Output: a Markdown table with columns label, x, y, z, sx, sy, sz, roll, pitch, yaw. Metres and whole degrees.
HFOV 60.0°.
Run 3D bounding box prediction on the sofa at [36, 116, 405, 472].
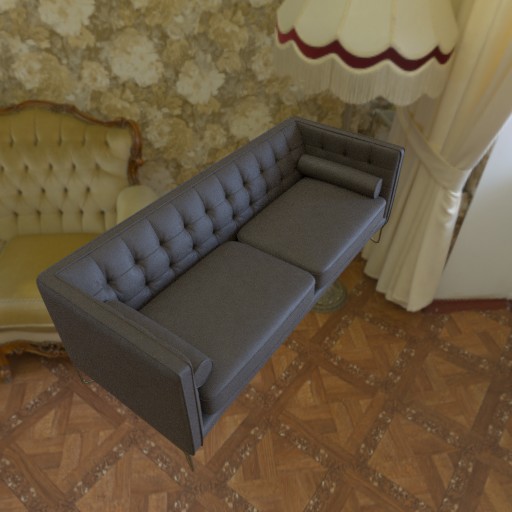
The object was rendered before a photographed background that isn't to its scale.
| label | x | y | z | sx | sy | sz | roll | pitch | yaw |
| --- | --- | --- | --- | --- | --- | --- | --- | --- | --- |
| sofa | 0.000 | 0.000 | 2.562 | 0.867 | 0.789 | 2.087 | 25 | 46 | 26 |
